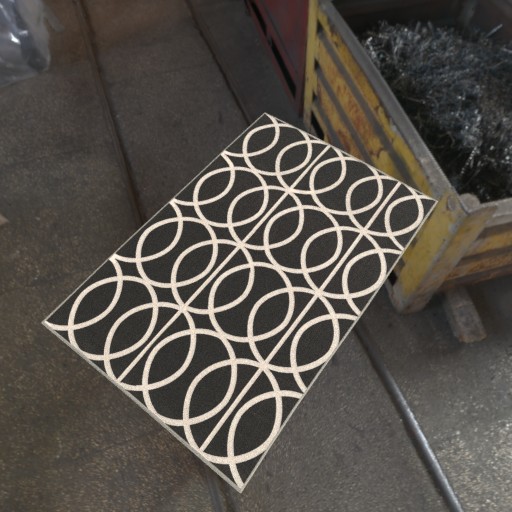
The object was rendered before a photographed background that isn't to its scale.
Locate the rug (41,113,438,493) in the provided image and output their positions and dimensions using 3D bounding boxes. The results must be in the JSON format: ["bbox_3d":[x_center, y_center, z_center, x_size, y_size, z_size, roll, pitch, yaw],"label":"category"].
[{"bbox_3d":[0.000,0.000,2.903,1.528,0.014,2.294,32,64,18],"label":"rug"}]
